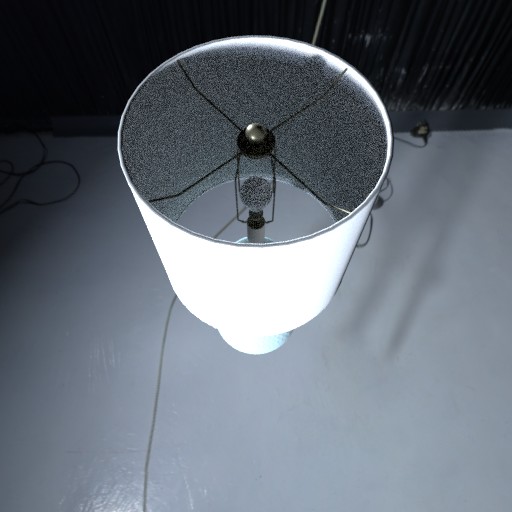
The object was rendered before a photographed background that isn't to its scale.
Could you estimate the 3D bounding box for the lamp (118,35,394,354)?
[{"bbox_3d":[0.000,0.000,1.063,0.418,0.871,0.418,-2,63,-1],"label":"lamp"}]
